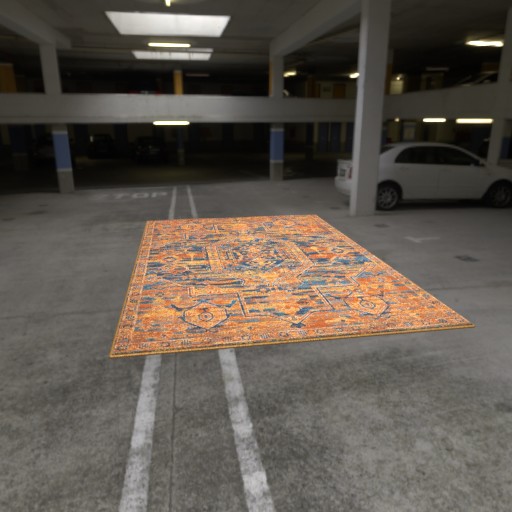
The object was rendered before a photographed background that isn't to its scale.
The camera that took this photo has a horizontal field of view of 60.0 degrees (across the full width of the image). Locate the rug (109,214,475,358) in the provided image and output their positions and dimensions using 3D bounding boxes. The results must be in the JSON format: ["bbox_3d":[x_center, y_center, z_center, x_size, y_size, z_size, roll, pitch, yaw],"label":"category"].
[{"bbox_3d":[0.000,0.000,2.170,1.148,0.013,1.758,-3,18,-9],"label":"rug"}]
